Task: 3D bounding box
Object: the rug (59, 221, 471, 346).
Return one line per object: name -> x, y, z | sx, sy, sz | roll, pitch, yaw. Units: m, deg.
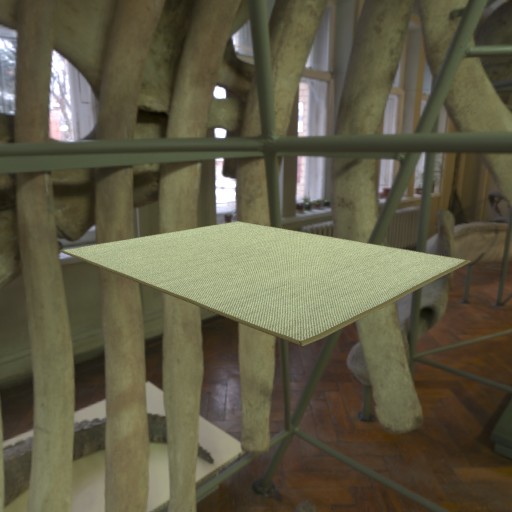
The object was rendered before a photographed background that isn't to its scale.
rug -> 0.000, 0.000, 4.126 | 3.041, 0.020, 2.413 | 13, 19, 43
